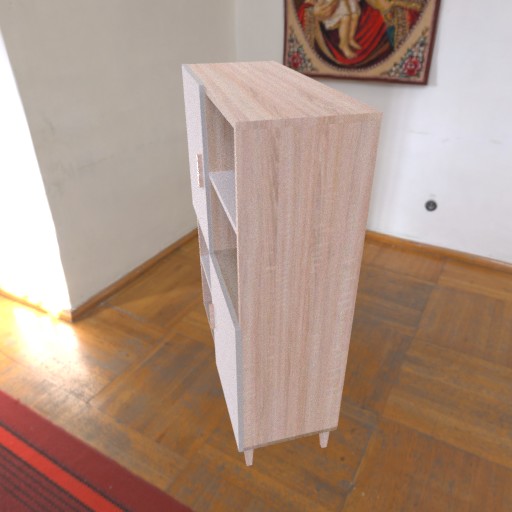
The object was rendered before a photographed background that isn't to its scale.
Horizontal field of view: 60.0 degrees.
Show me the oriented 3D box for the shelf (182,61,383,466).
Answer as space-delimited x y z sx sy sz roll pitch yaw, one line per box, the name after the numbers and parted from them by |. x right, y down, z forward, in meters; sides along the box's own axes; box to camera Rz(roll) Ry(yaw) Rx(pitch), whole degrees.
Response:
0.000 0.000 1.897 0.434 1.405 0.995 -8 32 -13 | shelf
